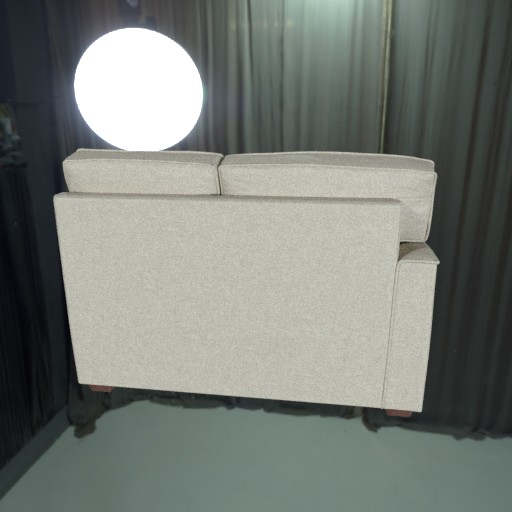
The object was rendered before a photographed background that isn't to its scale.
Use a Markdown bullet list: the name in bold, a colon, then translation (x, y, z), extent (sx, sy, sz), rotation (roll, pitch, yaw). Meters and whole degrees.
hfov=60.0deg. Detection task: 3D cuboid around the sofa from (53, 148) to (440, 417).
- **sofa**: translation (0.000, 0.000, 2.054), extent (1.388, 0.989, 0.991), rotation (2, 16, 8)
